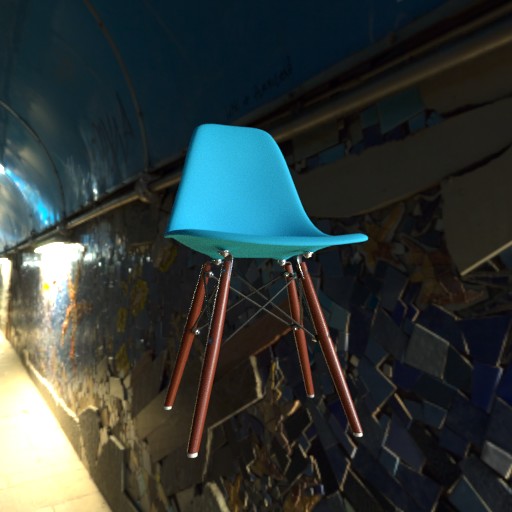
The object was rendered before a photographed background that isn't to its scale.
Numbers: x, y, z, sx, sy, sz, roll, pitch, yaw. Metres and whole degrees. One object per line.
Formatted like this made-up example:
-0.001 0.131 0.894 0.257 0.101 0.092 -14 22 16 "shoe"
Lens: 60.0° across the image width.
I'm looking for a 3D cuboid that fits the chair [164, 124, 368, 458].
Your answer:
0.000 0.000 1.135 0.470 0.826 0.533 1 -2 -18 "chair"
